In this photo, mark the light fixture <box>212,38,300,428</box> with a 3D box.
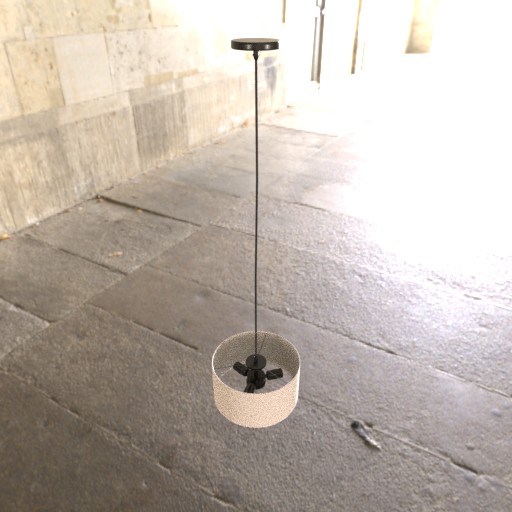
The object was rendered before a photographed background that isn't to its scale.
[{"bbox_3d":[0.000,0.000,1.724,0.399,1.516,0.399,0,31,0],"label":"light fixture"}]
